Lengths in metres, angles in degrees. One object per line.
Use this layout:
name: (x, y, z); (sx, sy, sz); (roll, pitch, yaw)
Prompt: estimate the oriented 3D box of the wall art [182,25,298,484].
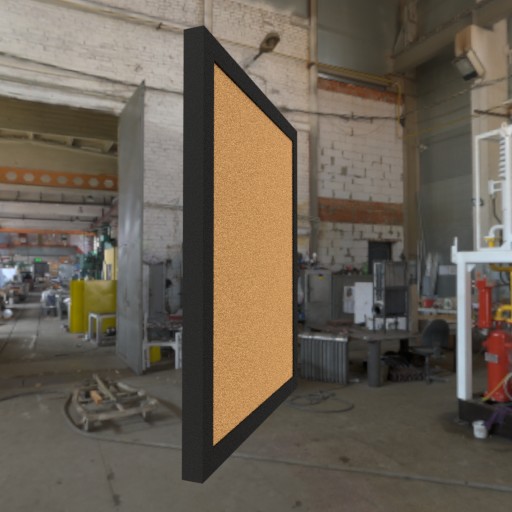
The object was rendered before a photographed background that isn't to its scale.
wall art: (0.000, 0.000, 0.760); (0.029, 0.559, 0.457); (-1, -2, 20)
